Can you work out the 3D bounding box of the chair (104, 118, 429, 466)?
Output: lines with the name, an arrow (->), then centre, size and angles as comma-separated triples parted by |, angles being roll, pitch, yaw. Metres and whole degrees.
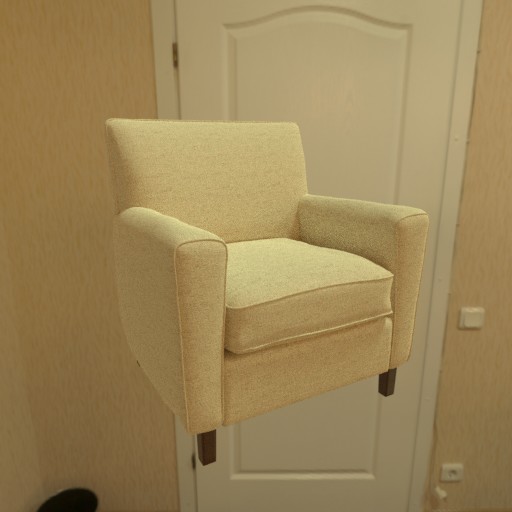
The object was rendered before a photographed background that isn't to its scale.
chair -> 0.000, 0.000, 1.574 | 0.870, 0.943, 0.823 | -8, 17, -28
